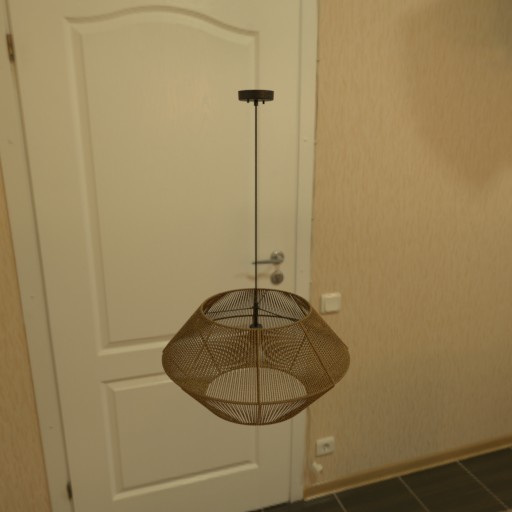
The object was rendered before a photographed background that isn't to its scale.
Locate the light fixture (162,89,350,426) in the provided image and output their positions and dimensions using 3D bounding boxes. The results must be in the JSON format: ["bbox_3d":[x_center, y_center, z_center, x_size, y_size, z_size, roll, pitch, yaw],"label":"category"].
[{"bbox_3d":[0.000,0.000,1.443,0.643,1.009,0.643,0,15,0],"label":"light fixture"}]
